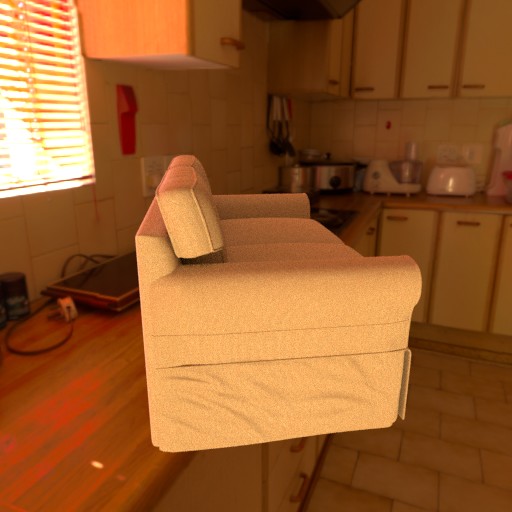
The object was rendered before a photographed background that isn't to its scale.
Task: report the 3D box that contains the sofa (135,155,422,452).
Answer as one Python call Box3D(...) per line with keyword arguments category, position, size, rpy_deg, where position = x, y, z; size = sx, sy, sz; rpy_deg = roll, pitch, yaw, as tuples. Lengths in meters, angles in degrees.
Box3D(category="sofa", position=(0.000, 0.000, 2.300), size=(0.991, 0.940, 1.727), rpy_deg=(-2, 17, -8))
